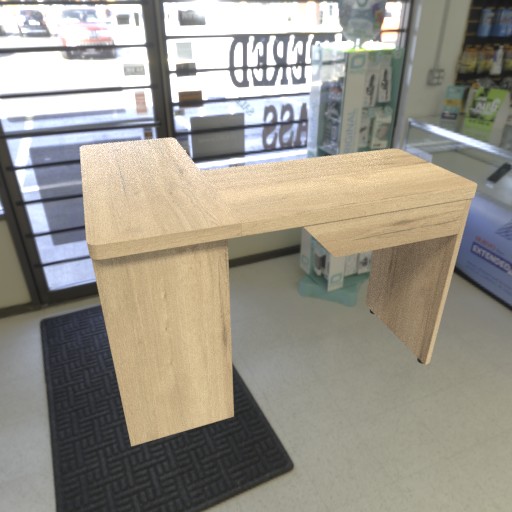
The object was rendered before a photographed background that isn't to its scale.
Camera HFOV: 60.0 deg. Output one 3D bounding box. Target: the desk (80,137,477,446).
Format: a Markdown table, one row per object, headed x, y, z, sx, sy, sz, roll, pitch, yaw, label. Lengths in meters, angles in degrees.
| x | y | z | sx | sy | sz | roll | pitch | yaw | label |
| --- | --- | --- | --- | --- | --- | --- | --- | --- | --- |
| 0.000 | 0.000 | 1.763 | 1.169 | 0.760 | 0.900 | -10 | 31 | -17 | desk |
